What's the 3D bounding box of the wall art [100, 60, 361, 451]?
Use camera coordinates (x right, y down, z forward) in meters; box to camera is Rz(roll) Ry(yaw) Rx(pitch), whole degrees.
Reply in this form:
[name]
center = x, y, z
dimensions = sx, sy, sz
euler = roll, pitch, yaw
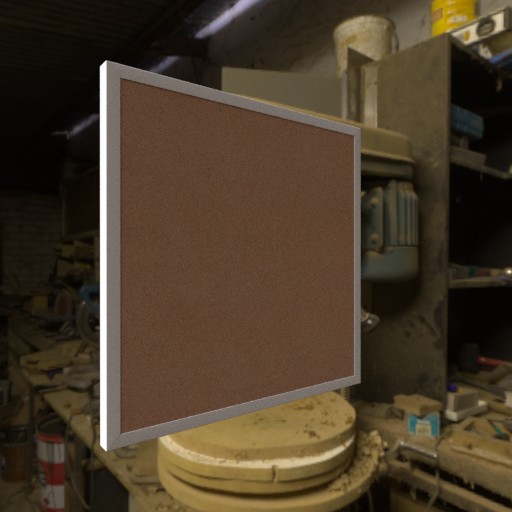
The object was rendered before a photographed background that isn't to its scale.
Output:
[wall art]
center = 0.000, 0.000, 1.106
dimensions = 0.760, 0.760, 0.036
euler = 0, 0, -37
